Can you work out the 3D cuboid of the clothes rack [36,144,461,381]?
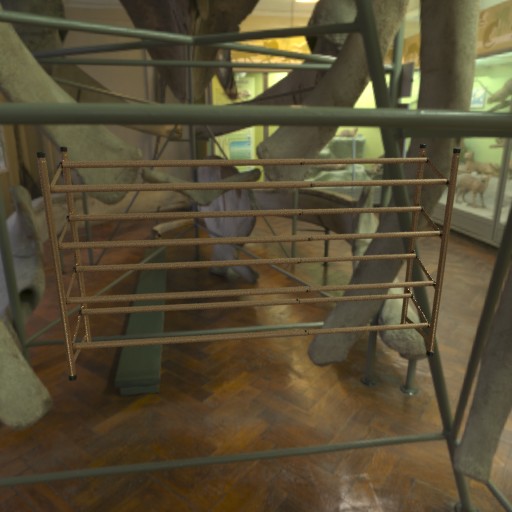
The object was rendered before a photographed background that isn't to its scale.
[{"bbox_3d":[0.000,0.000,1.409,1.168,0.672,0.229,-2,18,-7],"label":"clothes rack"}]
